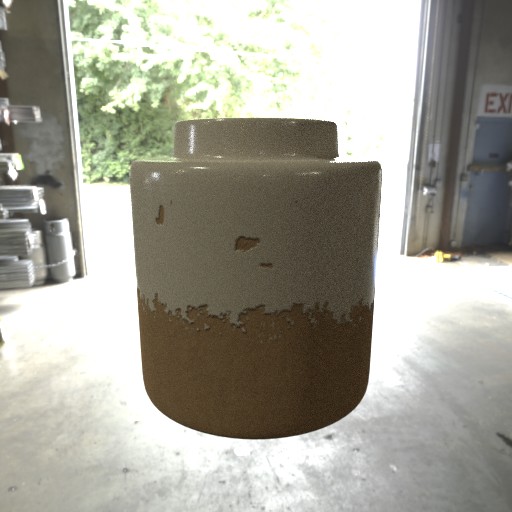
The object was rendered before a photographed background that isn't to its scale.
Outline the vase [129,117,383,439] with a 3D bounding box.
[{"bbox_3d":[0.000,0.000,0.289,0.153,0.167,0.153,0,14,0],"label":"vase"}]
